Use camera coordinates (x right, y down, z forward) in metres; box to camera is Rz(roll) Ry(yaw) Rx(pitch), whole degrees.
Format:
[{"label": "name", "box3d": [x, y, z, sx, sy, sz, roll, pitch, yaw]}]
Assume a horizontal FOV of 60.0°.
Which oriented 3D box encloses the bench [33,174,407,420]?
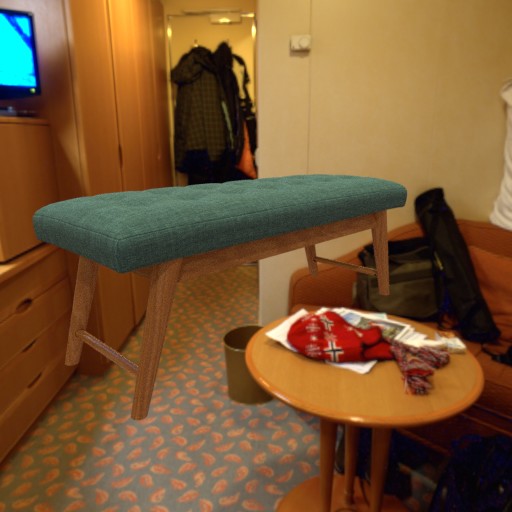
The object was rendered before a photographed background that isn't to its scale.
[{"label": "bench", "box3d": [0.000, 0.000, 1.345, 0.406, 0.432, 1.118, 14, 21, 42]}]
